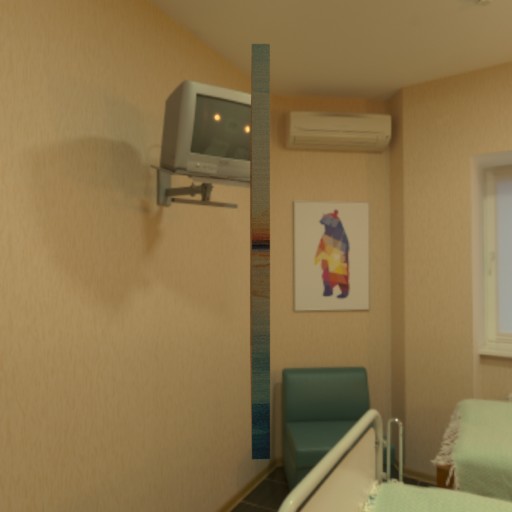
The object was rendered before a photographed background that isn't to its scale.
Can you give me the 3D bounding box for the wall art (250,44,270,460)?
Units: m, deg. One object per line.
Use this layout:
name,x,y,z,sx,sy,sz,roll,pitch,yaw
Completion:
wall art,0.000,0.000,0.729,0.018,0.402,0.604,0,-1,-1
